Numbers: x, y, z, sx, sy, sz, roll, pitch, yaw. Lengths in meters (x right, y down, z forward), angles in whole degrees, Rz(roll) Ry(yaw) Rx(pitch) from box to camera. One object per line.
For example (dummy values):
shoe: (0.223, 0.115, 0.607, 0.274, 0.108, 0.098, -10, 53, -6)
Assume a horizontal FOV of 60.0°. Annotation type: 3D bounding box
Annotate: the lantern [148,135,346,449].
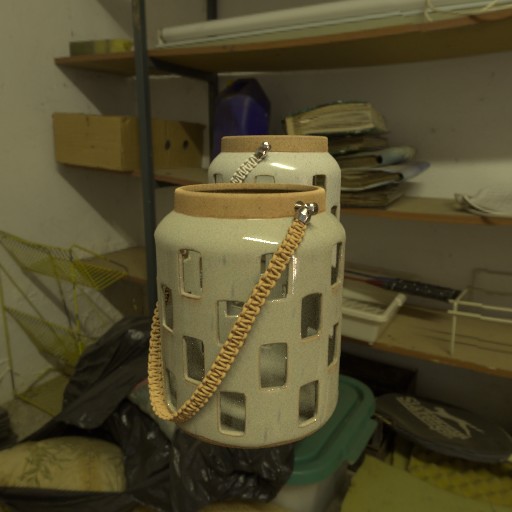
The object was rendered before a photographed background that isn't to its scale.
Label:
lantern: (0.000, 0.000, 0.482, 0.184, 0.255, 0.347, 2, 13, 9)
